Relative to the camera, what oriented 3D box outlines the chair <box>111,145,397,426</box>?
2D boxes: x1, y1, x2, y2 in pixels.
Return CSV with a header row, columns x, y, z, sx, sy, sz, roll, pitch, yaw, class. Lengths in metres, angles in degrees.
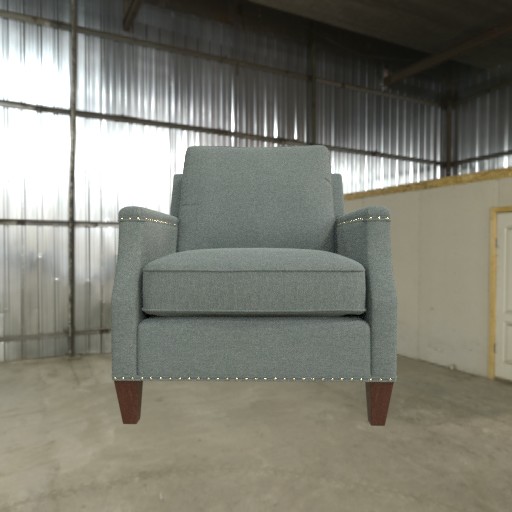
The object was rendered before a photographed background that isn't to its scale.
x,y,z,sx,sy,sz,roll,pitch,yaw,class
0.000,0.000,1.820,0.885,1.031,1.031,0,2,1,chair
